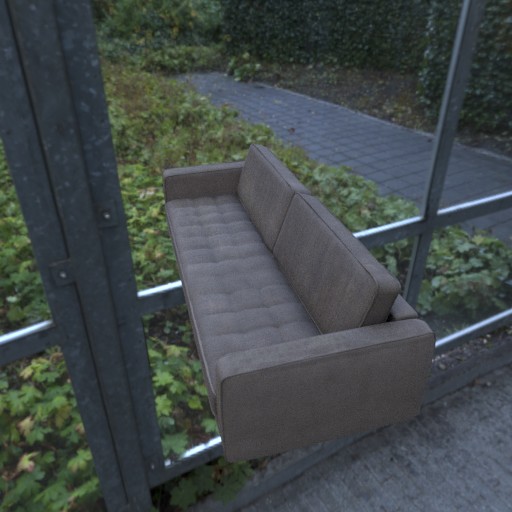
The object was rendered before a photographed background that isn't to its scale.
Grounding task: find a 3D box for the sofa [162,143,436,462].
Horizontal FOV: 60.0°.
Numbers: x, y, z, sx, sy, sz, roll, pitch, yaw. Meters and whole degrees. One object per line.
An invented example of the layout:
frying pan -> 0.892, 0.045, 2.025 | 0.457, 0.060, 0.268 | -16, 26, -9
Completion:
sofa -> 0.000, 0.000, 2.692 | 0.923, 0.813, 2.295 | -8, 32, -13
